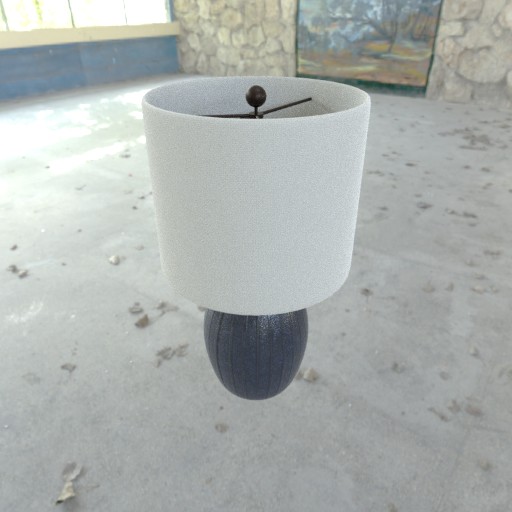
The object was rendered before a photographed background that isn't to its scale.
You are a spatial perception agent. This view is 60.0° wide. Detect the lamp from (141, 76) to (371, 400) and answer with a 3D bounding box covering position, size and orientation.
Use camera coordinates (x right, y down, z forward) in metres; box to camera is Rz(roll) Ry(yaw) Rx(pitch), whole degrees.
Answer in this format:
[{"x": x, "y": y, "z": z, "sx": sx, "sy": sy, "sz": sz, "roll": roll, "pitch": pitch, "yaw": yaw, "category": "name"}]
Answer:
[{"x": 0.000, "y": 0.000, "z": 0.784, "sx": 0.329, "sy": 0.570, "sz": 0.329, "roll": 21, "pitch": 36, "yaw": 32, "category": "lamp"}]
